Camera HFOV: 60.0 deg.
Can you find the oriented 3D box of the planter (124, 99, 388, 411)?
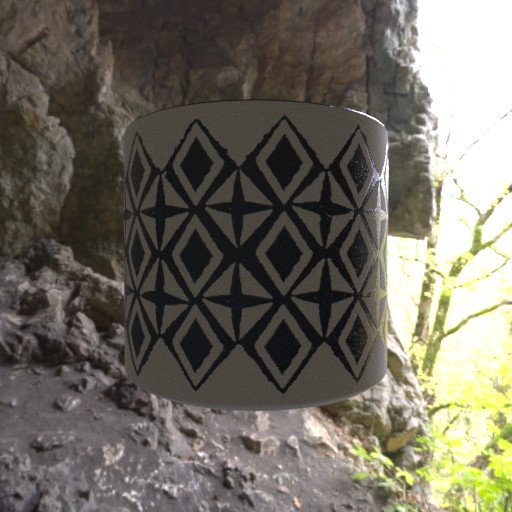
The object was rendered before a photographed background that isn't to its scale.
[{"bbox_3d":[0.000,0.000,0.318,0.182,0.165,0.182,0,1,0],"label":"planter"}]
